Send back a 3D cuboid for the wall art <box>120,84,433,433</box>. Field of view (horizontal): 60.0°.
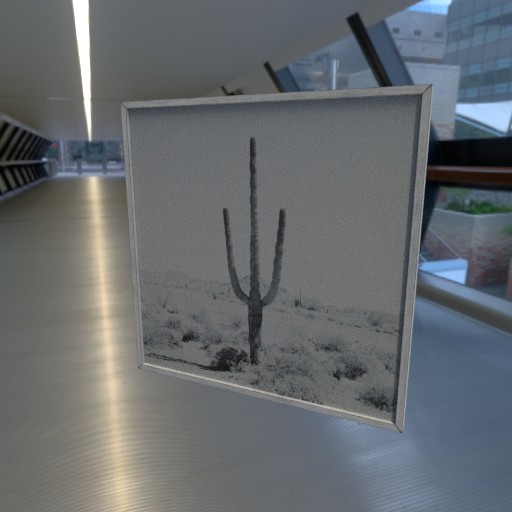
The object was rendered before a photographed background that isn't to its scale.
[{"bbox_3d":[0.000,0.000,1.110,0.762,0.762,0.038,6,15,24],"label":"wall art"}]
